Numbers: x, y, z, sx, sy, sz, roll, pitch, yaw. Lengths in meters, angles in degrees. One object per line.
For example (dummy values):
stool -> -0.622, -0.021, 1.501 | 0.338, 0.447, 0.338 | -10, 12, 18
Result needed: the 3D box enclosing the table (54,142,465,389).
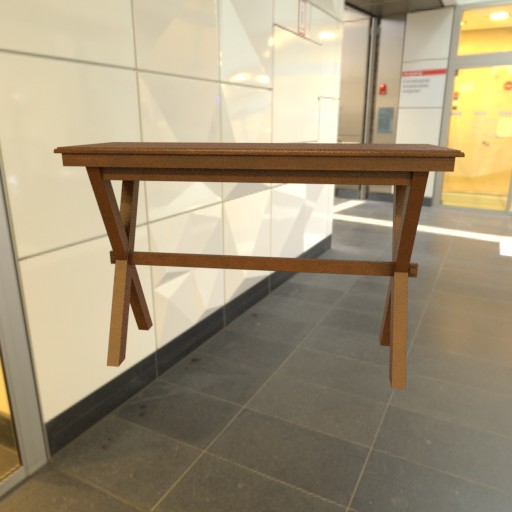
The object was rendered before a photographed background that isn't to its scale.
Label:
table -> 0.000, 0.000, 1.575 | 1.197, 0.763, 0.399 | 2, 17, 8
